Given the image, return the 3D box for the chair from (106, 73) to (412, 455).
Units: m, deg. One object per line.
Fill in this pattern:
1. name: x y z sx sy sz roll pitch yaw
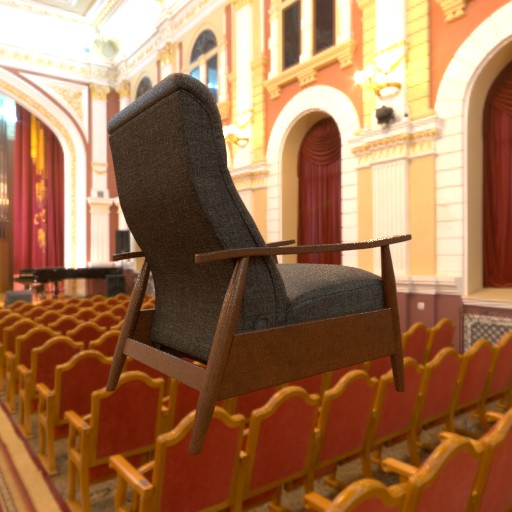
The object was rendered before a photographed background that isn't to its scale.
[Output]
1. chair: 0.000 0.000 1.786 1.014 1.082 0.762 0 0 -37
